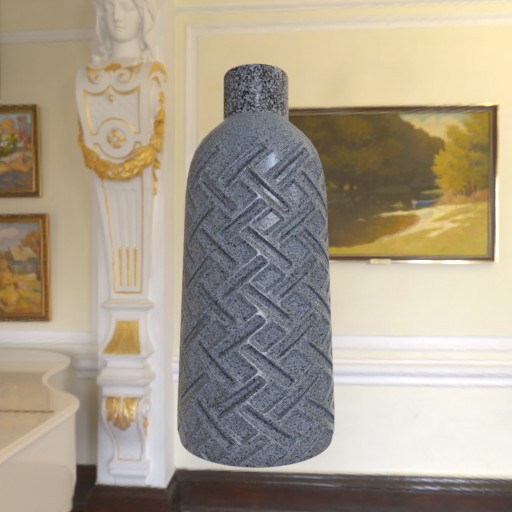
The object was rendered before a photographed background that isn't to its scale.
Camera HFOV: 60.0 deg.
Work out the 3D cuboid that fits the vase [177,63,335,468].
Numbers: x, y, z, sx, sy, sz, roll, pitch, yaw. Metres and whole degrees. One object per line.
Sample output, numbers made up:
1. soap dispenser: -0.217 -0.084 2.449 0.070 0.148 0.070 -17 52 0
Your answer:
1. vase: 0.000 0.000 0.349 0.122 0.282 0.122 0 -1 0
